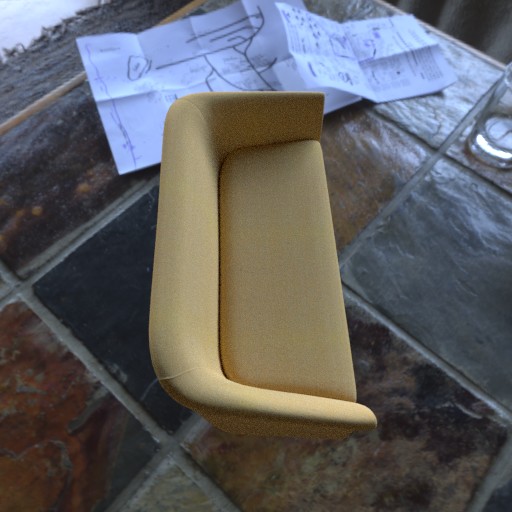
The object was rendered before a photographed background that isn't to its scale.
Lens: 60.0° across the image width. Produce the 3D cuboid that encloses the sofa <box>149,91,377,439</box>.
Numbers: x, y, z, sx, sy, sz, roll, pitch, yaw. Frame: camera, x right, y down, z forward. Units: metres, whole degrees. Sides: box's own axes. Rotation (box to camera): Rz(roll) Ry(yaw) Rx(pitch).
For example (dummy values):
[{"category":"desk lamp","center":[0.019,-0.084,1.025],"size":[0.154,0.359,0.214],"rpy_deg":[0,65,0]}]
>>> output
[{"category":"sofa","center":[0.000,0.000,1.878],"size":[0.705,0.721,1.452],"rpy_deg":[-2,62,-1]}]
